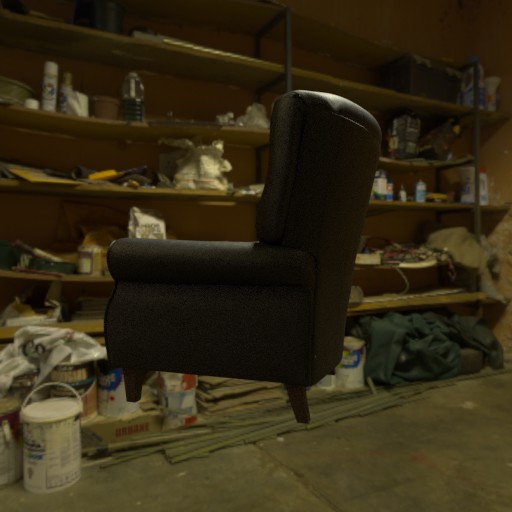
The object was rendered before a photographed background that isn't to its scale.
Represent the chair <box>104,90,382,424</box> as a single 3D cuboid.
[{"bbox_3d":[0.000,0.000,1.943,1.058,1.158,0.948,0,0,18],"label":"chair"}]
